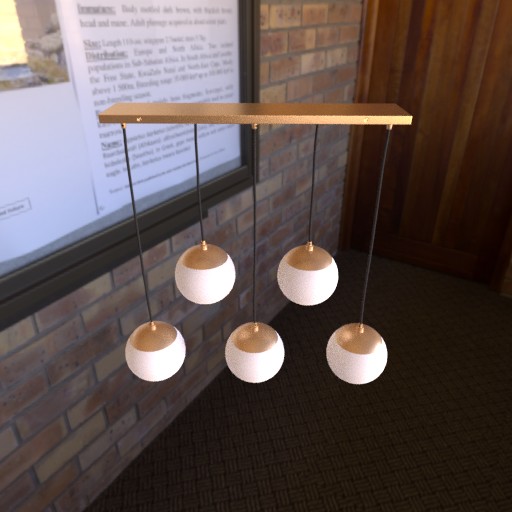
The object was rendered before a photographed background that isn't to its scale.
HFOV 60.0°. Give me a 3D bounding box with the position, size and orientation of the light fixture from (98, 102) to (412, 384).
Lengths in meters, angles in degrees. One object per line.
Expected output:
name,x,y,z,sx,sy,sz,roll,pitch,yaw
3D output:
light fixture,0.000,0.000,1.355,0.863,0.869,0.299,1,29,1
